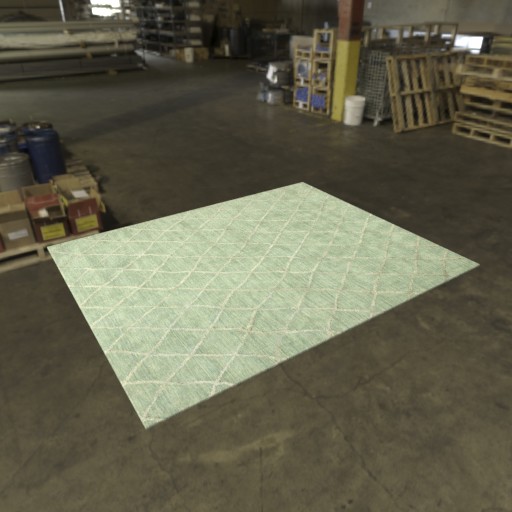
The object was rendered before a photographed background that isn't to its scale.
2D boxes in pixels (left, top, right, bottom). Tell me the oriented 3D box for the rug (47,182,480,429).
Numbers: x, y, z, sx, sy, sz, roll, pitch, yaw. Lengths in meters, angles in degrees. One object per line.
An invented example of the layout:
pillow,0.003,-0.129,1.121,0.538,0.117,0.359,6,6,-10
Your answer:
rug,0.000,0.000,3.969,3.039,0.019,2.420,-19,35,-29
